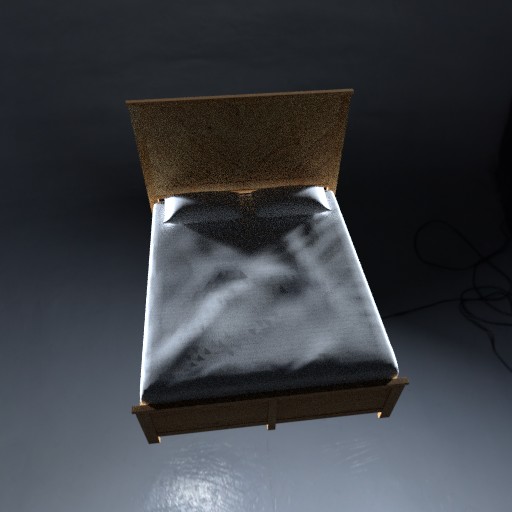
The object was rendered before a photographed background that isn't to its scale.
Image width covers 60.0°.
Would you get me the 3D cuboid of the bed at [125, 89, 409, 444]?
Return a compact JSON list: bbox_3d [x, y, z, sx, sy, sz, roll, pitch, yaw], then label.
[{"bbox_3d":[0.000,0.000,3.621,1.936,1.686,2.201,-5,46,-4],"label":"bed"}]
